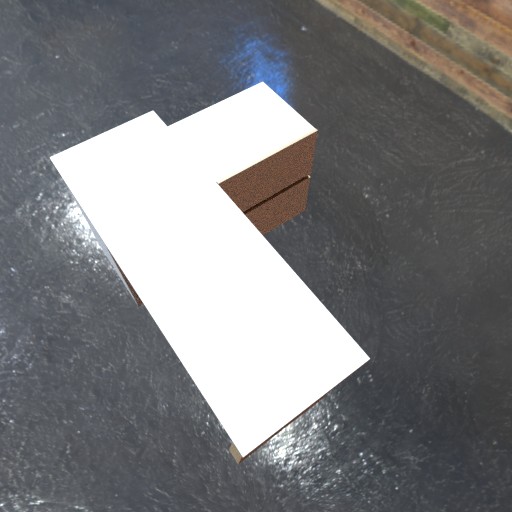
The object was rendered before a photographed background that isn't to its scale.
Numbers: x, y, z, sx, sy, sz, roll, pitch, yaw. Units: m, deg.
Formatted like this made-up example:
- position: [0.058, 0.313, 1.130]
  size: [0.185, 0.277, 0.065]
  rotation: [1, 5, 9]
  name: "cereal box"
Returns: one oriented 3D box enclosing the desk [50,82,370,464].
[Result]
- position: [0.000, 0.000, 2.030]
  size: [1.098, 0.755, 1.404]
  rotation: [-32, 64, -18]
  name: "desk"
